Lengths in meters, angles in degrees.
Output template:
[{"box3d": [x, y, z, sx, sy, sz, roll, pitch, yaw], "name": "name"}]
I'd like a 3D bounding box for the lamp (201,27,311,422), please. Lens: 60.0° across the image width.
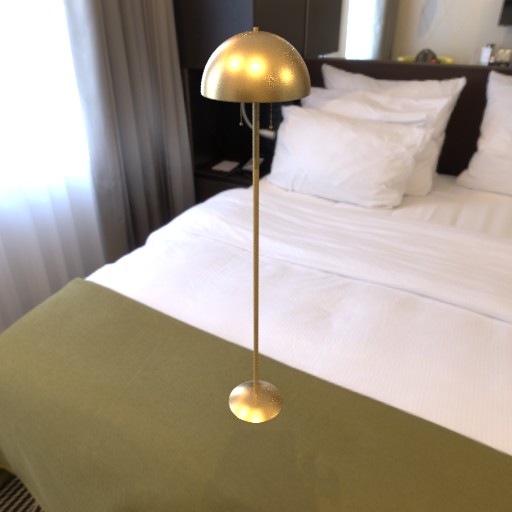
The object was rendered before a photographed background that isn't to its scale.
[{"box3d": [0.000, 0.000, 1.613, 0.328, 1.480, 0.328, -1, 29, -1], "name": "lamp"}]
